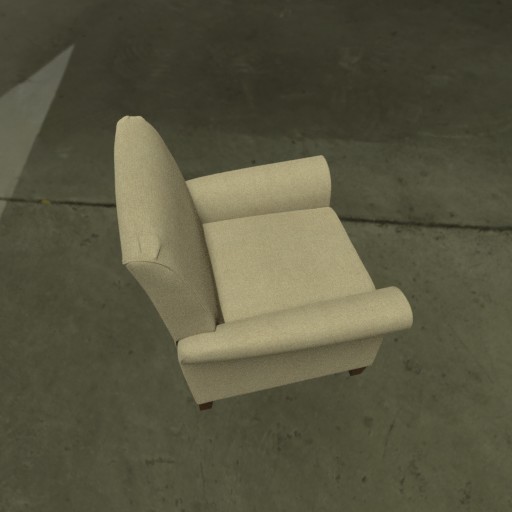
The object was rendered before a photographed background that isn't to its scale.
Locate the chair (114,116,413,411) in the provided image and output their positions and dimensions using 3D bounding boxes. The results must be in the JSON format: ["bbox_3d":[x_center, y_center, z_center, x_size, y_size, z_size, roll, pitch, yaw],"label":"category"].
[{"bbox_3d":[0.000,0.000,1.811,0.905,1.061,0.978,-10,48,-9],"label":"chair"}]
